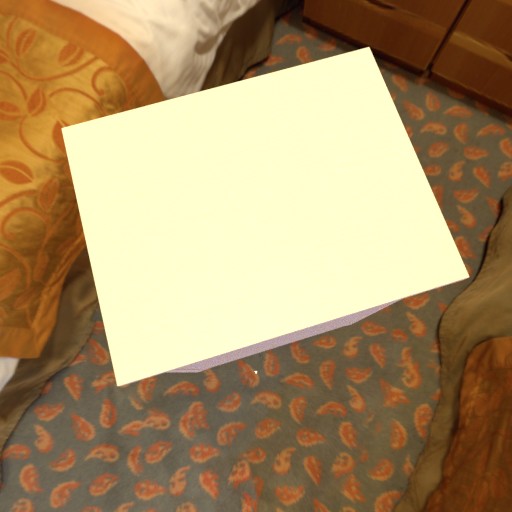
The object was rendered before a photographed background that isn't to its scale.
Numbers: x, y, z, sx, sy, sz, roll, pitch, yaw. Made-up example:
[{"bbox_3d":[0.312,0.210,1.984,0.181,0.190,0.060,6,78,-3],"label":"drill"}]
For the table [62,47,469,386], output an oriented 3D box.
[{"bbox_3d":[0.000,0.000,0.927,0.480,0.635,0.381,-16,76,-4],"label":"table"}]
